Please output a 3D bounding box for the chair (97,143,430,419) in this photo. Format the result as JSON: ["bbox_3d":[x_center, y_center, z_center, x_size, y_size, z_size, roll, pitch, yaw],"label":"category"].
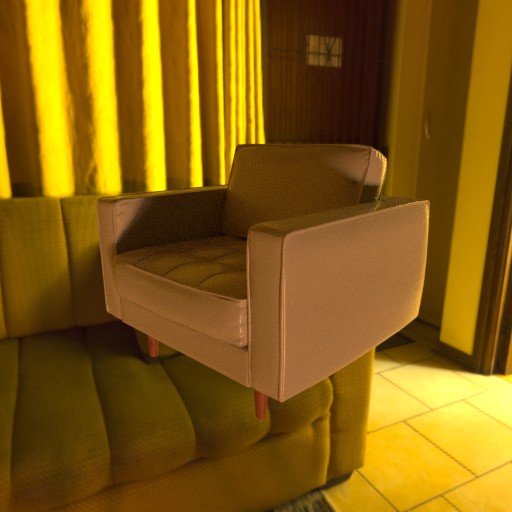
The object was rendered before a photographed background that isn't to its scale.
[{"bbox_3d":[0.000,0.000,1.581,0.928,0.773,0.843,14,20,42],"label":"chair"}]
